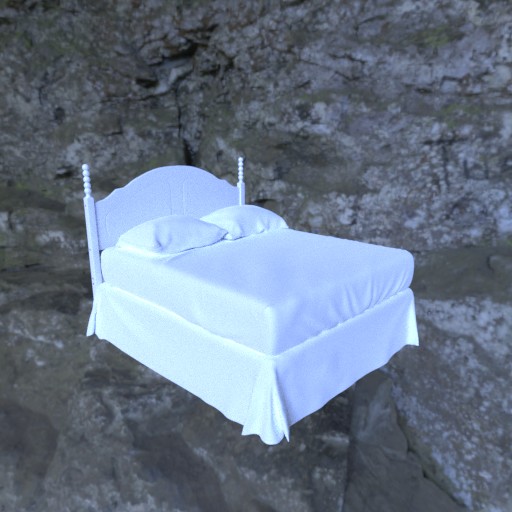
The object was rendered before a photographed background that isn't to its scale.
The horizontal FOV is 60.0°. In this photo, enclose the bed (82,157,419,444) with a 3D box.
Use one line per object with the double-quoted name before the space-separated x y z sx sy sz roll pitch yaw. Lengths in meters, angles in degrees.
"bed" 0.000 0.000 3.357 2.040 1.356 1.873 14 20 42
